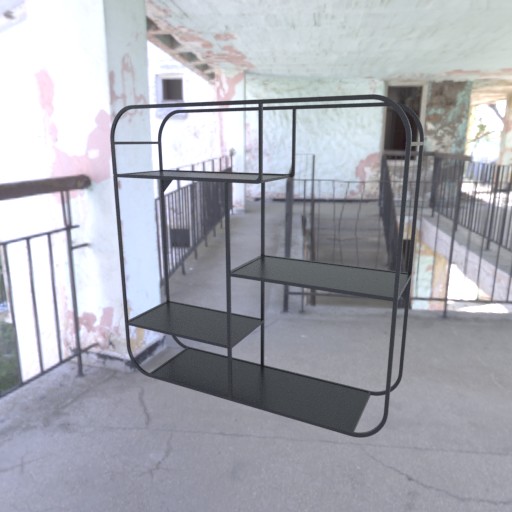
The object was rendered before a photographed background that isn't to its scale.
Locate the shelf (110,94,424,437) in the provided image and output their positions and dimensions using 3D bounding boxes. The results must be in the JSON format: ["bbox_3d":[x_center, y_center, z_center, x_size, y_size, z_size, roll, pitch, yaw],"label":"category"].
[{"bbox_3d":[0.000,0.000,0.921,0.600,0.600,0.160,7,16,26],"label":"shelf"}]
